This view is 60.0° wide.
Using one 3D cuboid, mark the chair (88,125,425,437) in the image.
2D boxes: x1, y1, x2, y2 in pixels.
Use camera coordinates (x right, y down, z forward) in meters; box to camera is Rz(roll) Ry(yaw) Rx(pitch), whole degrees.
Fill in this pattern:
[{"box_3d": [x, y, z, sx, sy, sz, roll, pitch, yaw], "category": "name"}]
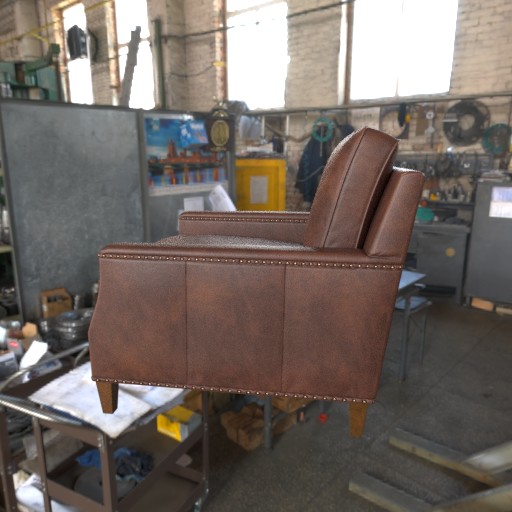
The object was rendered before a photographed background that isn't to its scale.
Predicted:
[{"box_3d": [0.000, 0.000, 1.693, 1.014, 0.929, 0.853, 2, 14, 8], "category": "chair"}]
